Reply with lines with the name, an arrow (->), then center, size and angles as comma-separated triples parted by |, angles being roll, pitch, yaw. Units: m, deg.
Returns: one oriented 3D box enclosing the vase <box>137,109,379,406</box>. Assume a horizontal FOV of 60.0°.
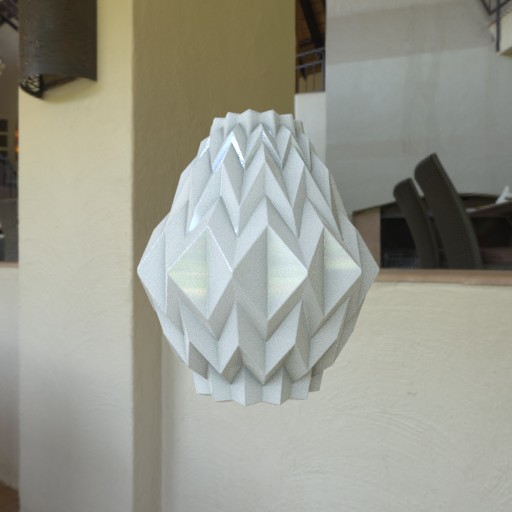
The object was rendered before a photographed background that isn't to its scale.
vase -> 0.000, 0.000, 0.309 | 0.164, 0.185, 0.164 | 0, 0, 0
